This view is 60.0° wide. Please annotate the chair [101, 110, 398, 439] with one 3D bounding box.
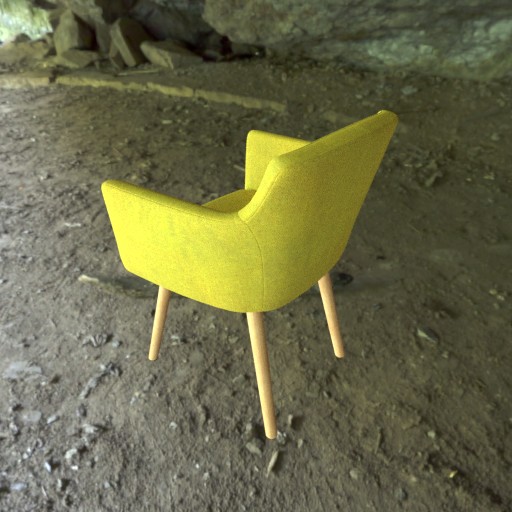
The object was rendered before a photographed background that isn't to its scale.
[{"bbox_3d":[0.000,0.000,1.200,0.570,0.780,0.570,22,37,32],"label":"chair"}]
